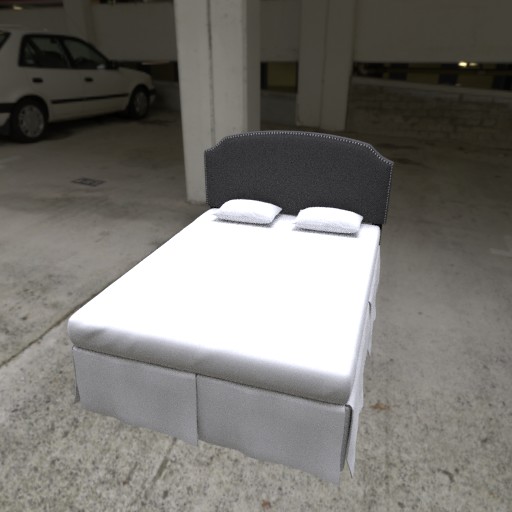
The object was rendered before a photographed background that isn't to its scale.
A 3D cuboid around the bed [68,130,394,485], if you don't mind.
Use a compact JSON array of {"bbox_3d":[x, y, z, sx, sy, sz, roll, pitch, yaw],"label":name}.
[{"bbox_3d":[0.000,0.000,2.841,1.558,1.270,1.999,8,26,16],"label":"bed"}]
